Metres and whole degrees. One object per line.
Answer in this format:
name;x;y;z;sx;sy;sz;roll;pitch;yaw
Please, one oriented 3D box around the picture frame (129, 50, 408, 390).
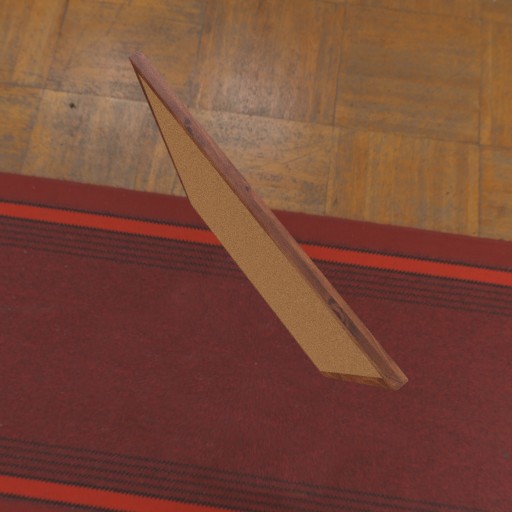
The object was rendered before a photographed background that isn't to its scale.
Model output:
picture frame;0.000;0.000;1.213;0.029;0.817;0.810;-37;79;-8
